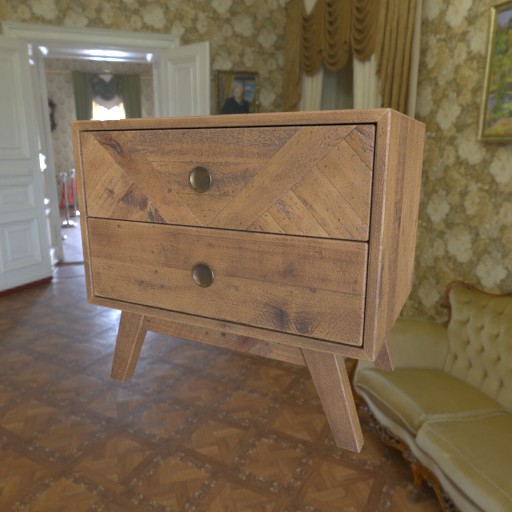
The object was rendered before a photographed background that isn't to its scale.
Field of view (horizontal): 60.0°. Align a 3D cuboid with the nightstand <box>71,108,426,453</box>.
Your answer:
[{"bbox_3d":[0.000,0.000,1.036,0.650,0.599,0.450,7,15,26],"label":"nightstand"}]
